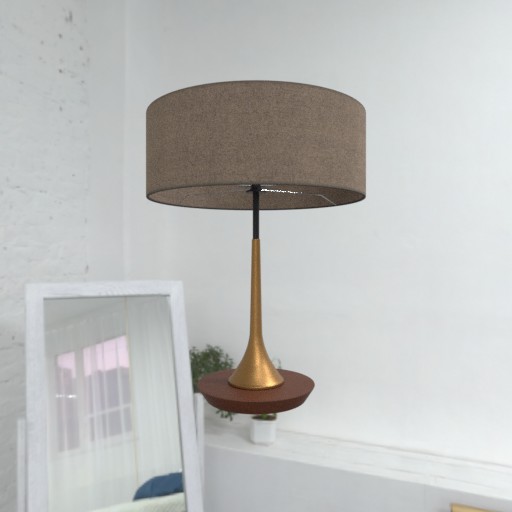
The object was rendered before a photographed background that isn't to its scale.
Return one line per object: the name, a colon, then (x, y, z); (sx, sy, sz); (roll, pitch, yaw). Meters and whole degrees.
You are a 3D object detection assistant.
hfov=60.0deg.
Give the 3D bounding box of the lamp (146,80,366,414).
lamp: (0.000, 0.000, 0.865); (0.417, 0.551, 0.396); (0, 0, 0)
